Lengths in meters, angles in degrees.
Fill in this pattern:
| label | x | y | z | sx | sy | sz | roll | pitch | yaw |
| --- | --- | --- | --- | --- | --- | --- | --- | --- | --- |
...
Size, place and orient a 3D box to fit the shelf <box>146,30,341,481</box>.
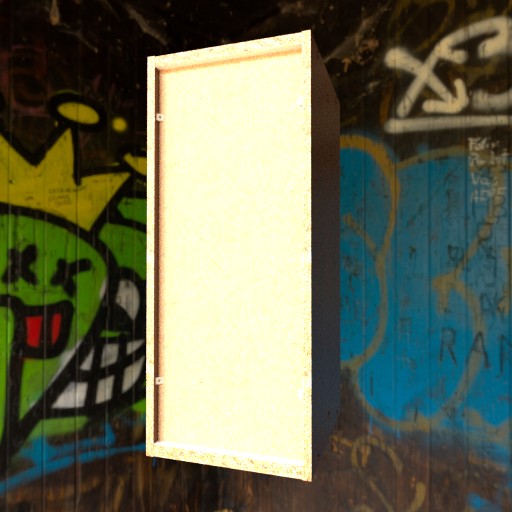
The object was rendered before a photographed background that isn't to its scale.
| label | x | y | z | sx | sy | sz | roll | pitch | yaw |
| --- | --- | --- | --- | --- | --- | --- | --- | --- | --- |
| shelf | 0.000 | 0.000 | 0.766 | 0.253 | 0.600 | 0.290 | 0 | -1 | 18 |
